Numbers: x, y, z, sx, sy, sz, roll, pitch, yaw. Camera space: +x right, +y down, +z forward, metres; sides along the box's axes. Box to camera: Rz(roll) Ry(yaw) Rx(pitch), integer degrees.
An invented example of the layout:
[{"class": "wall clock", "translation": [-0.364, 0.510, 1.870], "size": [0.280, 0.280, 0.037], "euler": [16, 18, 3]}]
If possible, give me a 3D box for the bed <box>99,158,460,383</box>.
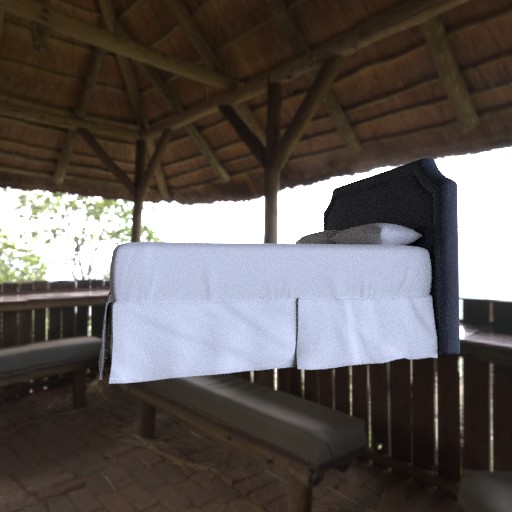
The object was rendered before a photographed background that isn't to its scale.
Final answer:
[{"class": "bed", "translation": [0.000, 0.000, 3.209], "size": [2.116, 1.290, 1.693], "euler": [0, -1, -18]}]
